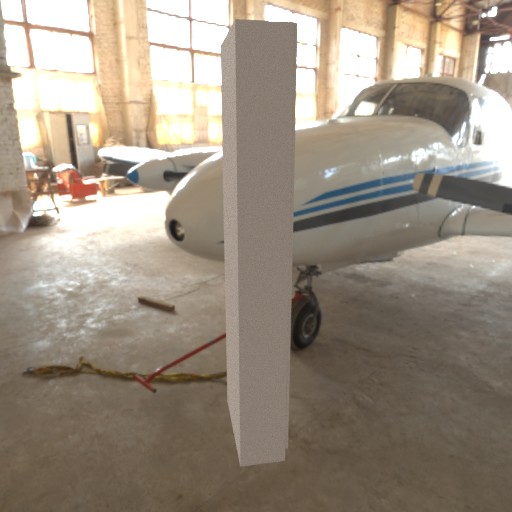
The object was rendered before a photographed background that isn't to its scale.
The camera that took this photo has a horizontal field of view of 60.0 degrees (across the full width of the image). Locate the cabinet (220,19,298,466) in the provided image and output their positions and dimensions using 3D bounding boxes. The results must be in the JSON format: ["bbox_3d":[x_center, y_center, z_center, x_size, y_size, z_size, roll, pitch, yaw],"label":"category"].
[{"bbox_3d":[0.000,0.000,1.976,0.230,1.790,0.500,-3,16,-10],"label":"cabinet"}]
